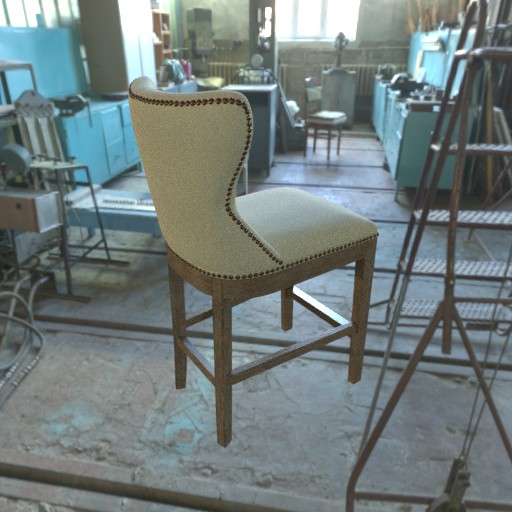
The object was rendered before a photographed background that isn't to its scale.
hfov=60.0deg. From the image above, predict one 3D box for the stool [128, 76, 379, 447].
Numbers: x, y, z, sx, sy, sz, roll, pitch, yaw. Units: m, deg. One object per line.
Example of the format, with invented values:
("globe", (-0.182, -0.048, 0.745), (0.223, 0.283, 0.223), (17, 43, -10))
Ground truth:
("stool", (0.000, 0.000, 1.310), (0.608, 0.981, 0.498), (-17, 31, -31))
